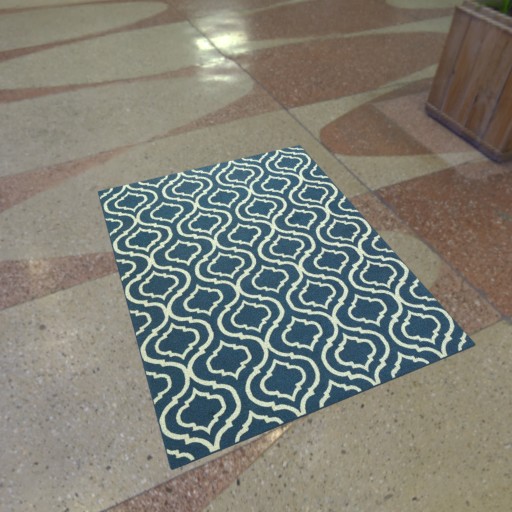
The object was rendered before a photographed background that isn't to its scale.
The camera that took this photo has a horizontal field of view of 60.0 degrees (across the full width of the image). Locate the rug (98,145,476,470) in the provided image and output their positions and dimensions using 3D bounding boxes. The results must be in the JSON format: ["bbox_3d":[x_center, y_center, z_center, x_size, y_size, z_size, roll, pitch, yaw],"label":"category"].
[{"bbox_3d":[0.000,0.000,3.843,2.270,0.020,2.881,-16,48,-15],"label":"rug"}]
